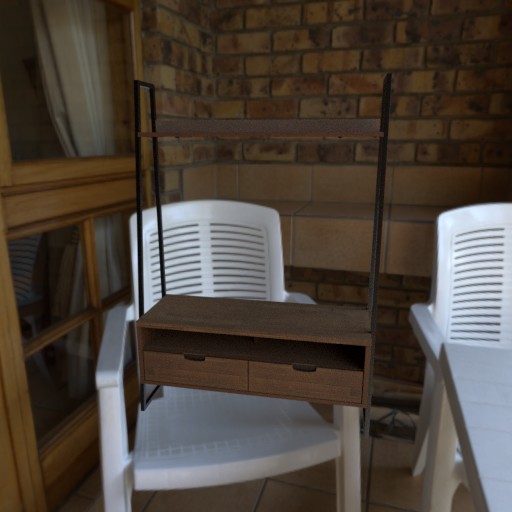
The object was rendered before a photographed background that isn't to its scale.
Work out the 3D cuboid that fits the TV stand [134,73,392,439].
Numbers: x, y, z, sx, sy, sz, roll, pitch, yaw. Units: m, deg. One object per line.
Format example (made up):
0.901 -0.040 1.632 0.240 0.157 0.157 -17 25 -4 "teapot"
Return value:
0.000 0.000 2.340 1.250 1.772 0.432 3 15 11 "TV stand"
